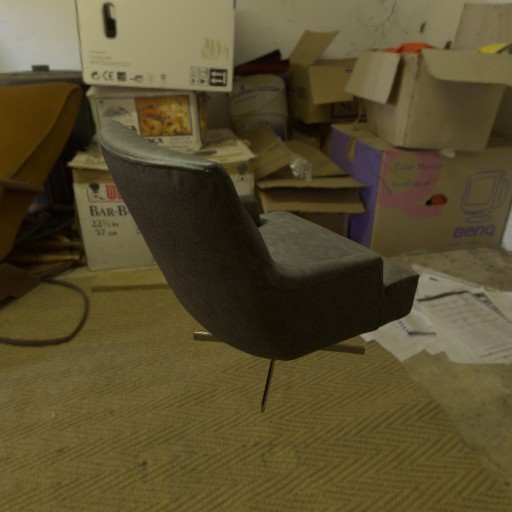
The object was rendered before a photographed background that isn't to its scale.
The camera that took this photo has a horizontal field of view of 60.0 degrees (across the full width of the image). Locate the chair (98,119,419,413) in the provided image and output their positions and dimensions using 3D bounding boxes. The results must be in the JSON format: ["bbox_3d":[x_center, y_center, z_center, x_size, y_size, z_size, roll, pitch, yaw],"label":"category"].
[{"bbox_3d":[0.000,0.000,1.497,0.874,0.870,0.738,-17,31,-31],"label":"chair"}]
